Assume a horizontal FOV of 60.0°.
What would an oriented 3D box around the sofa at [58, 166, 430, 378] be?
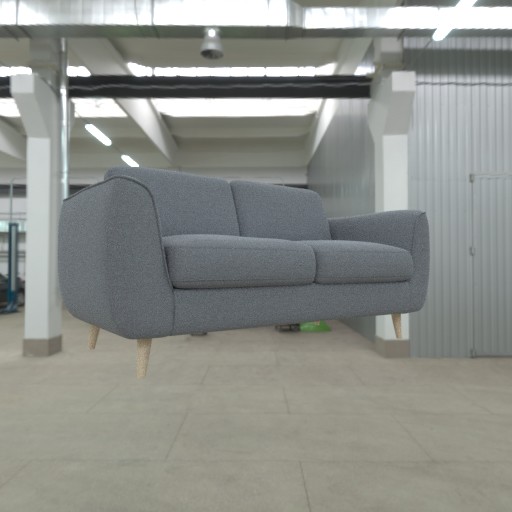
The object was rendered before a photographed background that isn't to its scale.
[{"bbox_3d":[0.000,0.000,2.172,1.700,0.850,0.920,1,-1,-35],"label":"sofa"}]
